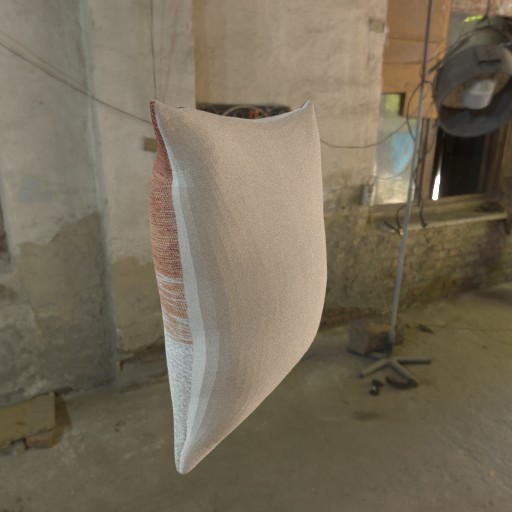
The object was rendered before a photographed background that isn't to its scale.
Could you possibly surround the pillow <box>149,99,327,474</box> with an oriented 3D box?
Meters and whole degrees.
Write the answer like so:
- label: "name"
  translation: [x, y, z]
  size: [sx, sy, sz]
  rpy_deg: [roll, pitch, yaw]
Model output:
- label: "pillow"
  translation: [0.000, 0.000, 0.655]
  size: [0.182, 0.441, 0.440]
  rpy_deg: [9, 20, 25]
